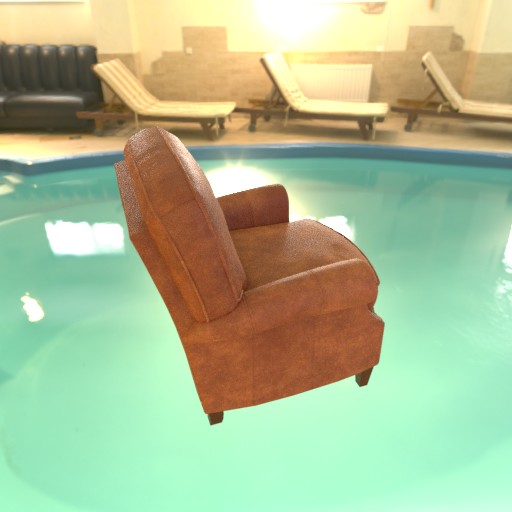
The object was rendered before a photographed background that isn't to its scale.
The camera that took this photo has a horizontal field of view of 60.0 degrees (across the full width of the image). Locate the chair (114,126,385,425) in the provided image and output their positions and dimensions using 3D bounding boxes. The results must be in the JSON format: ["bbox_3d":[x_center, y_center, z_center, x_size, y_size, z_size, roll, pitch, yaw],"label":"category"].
[{"bbox_3d":[0.000,0.000,1.827,0.986,1.018,0.936,-10,32,-16],"label":"chair"}]
